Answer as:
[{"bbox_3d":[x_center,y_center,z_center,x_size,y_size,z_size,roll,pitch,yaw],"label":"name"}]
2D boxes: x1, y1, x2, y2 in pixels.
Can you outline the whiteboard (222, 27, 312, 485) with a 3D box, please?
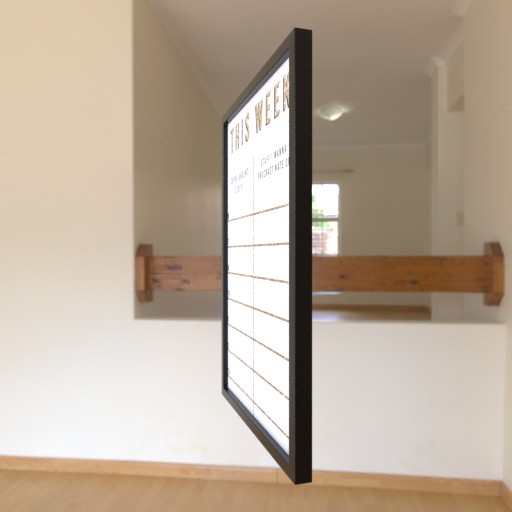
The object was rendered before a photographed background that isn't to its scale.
[{"bbox_3d":[0.000,0.000,0.786,0.026,0.611,0.406,0,0,-18],"label":"whiteboard"}]
